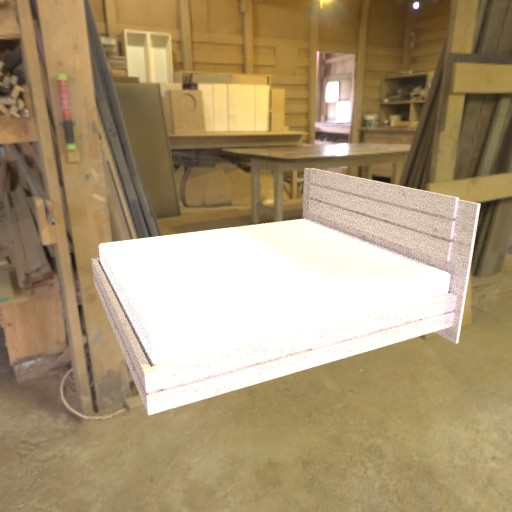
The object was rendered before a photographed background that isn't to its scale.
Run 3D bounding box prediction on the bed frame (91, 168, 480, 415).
[{"bbox_3d":[0.000,0.000,3.229,2.080,0.970,1.950,-9,20,-25],"label":"bed frame"}]
